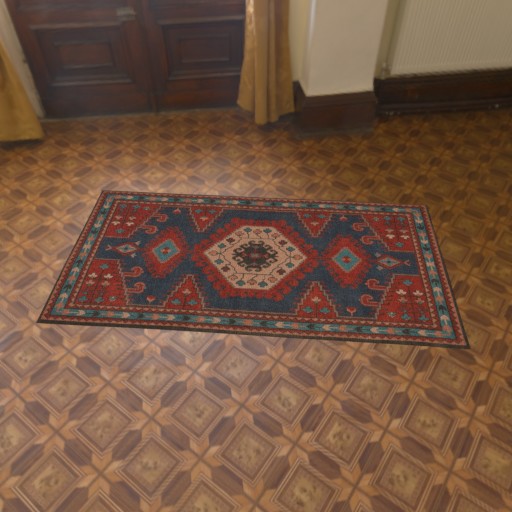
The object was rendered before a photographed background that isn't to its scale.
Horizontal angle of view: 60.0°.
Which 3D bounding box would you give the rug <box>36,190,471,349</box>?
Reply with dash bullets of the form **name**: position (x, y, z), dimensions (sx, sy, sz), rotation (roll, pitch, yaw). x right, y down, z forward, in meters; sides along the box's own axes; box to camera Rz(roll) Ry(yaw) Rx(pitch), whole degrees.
- **rug**: position (0.000, 0.000, 3.599), dimensions (3.032, 0.034, 1.522), rotation (3, 46, 3)
